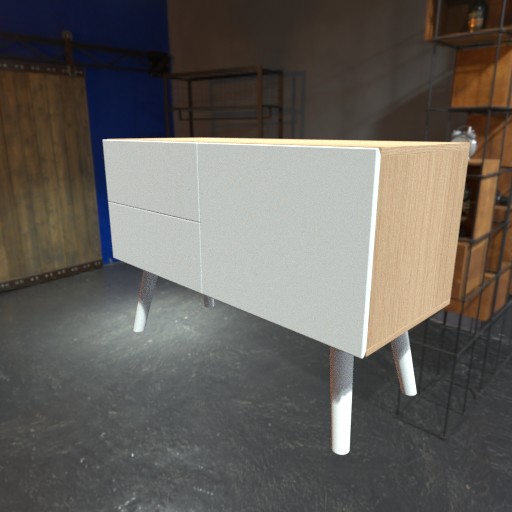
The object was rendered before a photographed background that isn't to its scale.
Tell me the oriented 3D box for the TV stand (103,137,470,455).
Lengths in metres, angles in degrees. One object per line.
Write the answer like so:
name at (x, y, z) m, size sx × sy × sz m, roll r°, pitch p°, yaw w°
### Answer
TV stand at (0.000, 0.000, 1.310) m, size 0.407 × 0.660 × 0.991 m, roll -15°, pitch 22°, yaw -43°
